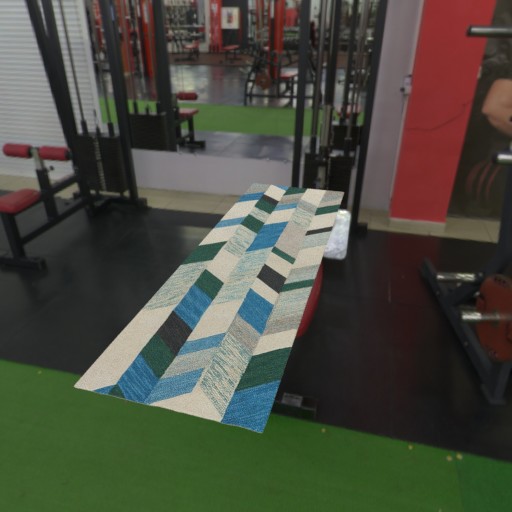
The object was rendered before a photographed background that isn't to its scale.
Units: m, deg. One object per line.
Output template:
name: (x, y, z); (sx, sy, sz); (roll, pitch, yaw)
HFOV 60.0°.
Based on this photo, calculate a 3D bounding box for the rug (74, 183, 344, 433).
rug: (0.000, 0.000, 2.665); (0.774, 0.008, 2.437); (8, 30, 14)
